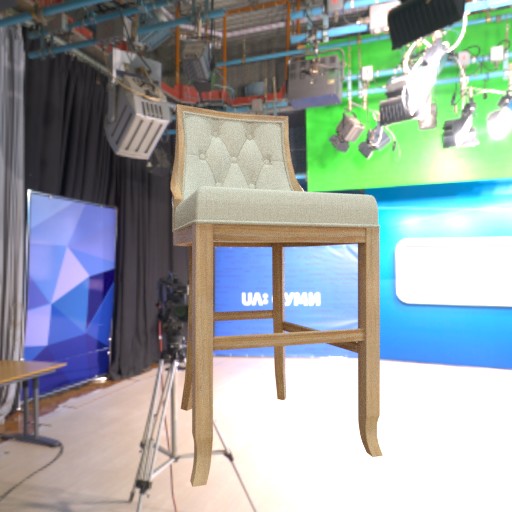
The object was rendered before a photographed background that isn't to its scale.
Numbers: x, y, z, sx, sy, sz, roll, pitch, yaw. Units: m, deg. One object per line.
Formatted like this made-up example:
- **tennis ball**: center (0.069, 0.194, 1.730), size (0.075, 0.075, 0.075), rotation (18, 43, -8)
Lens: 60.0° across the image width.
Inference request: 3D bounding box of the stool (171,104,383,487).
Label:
- **stool**: center (0.000, 0.000, 1.427), size (0.524, 1.101, 0.626), rotation (0, 0, -18)
